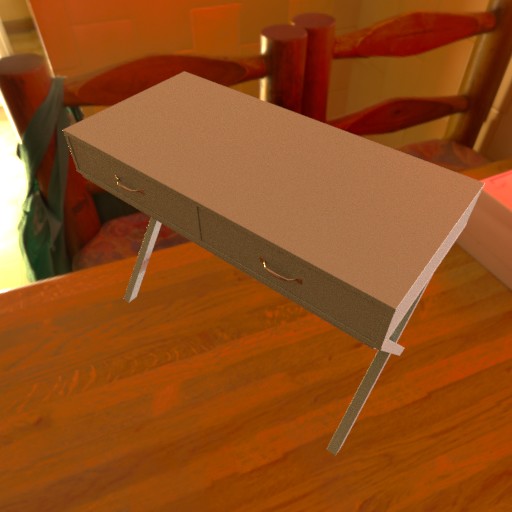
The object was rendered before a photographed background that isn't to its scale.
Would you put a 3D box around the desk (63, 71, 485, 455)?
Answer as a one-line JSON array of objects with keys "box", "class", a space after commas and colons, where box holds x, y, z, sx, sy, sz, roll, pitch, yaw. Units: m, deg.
[{"box": [0.000, 0.000, 1.481, 1.057, 0.780, 0.525, 30, 53, 25], "class": "desk"}]
